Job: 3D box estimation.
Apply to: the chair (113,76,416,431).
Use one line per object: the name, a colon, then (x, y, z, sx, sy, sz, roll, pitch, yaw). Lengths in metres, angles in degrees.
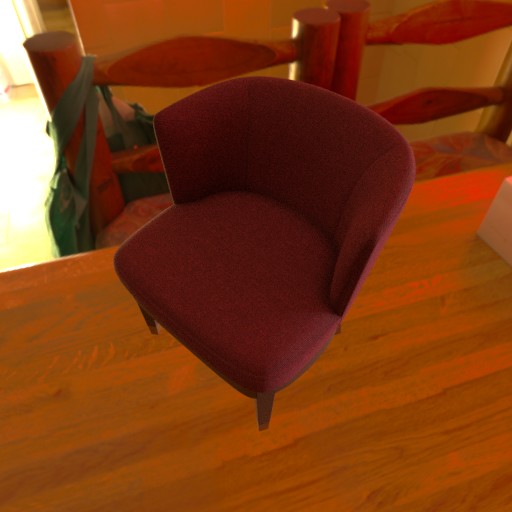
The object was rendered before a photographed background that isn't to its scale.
chair: (0.000, 0.000, 1.294, 0.700, 0.760, 0.660, 34, 56, 27)
